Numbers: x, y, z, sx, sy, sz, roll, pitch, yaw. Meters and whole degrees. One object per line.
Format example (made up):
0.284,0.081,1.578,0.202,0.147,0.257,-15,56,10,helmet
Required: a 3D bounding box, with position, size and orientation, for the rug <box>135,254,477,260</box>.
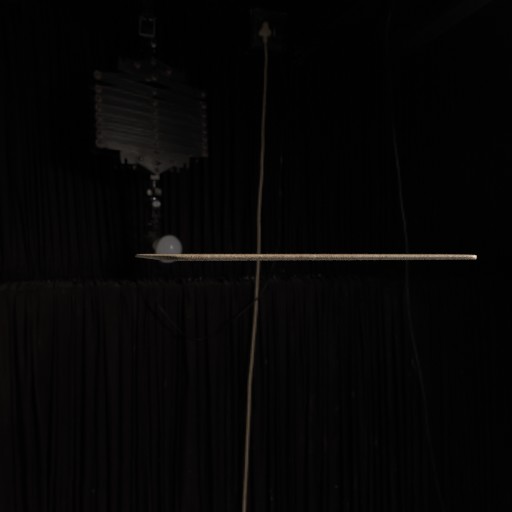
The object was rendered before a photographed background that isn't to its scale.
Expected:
0.000,0.000,3.138,1.539,0.024,2.469,0,0,-18,rug
